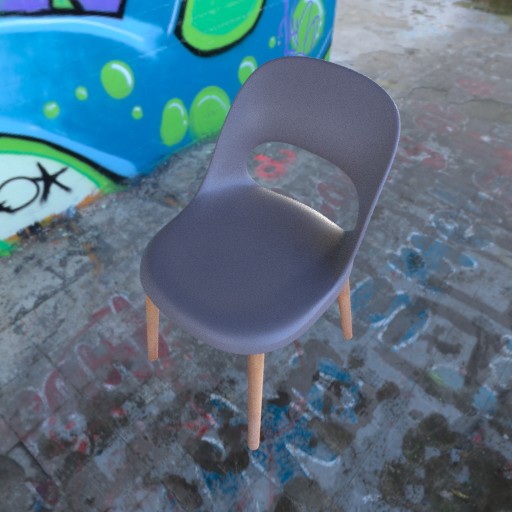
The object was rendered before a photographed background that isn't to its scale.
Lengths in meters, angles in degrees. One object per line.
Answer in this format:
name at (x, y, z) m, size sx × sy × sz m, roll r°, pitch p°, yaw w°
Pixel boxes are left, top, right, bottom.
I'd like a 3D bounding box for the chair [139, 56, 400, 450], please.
chair at (0.000, 0.000, 1.126) m, size 0.470 × 0.795 × 0.556 m, roll 32°, pitch 54°, yaw 26°
